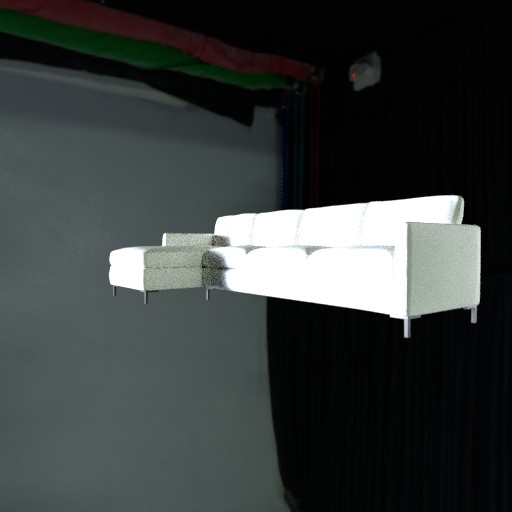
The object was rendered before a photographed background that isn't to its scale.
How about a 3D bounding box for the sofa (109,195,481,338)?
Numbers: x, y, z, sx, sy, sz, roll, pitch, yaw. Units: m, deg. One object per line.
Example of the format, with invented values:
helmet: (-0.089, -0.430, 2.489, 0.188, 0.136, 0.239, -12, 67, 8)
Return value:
sofa: (0.000, 0.000, 3.801, 1.467, 0.875, 3.186, -1, 2, -37)
